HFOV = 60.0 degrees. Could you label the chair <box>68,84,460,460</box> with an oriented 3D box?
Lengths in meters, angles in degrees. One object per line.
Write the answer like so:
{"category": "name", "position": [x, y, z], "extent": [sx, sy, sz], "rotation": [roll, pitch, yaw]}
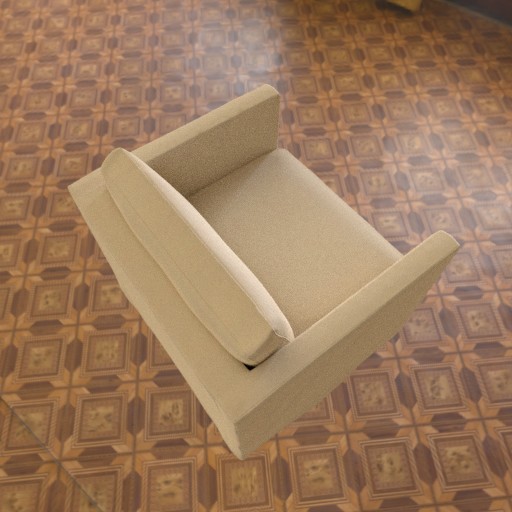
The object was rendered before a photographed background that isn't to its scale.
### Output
{"category": "chair", "position": [0.000, 0.000, 1.737], "extent": [0.947, 0.851, 1.057], "rotation": [-33, 64, -18]}
